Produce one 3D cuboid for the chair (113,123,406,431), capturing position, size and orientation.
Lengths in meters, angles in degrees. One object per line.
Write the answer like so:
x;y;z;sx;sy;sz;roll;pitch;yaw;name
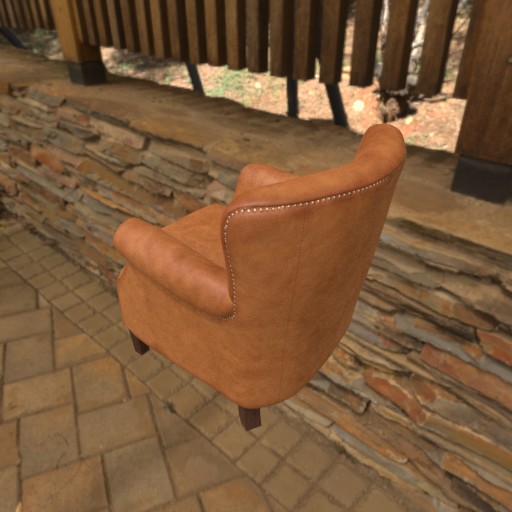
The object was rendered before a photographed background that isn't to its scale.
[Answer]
0.000;0.000;1.667;0.921;0.936;0.861;22;38;31;chair
